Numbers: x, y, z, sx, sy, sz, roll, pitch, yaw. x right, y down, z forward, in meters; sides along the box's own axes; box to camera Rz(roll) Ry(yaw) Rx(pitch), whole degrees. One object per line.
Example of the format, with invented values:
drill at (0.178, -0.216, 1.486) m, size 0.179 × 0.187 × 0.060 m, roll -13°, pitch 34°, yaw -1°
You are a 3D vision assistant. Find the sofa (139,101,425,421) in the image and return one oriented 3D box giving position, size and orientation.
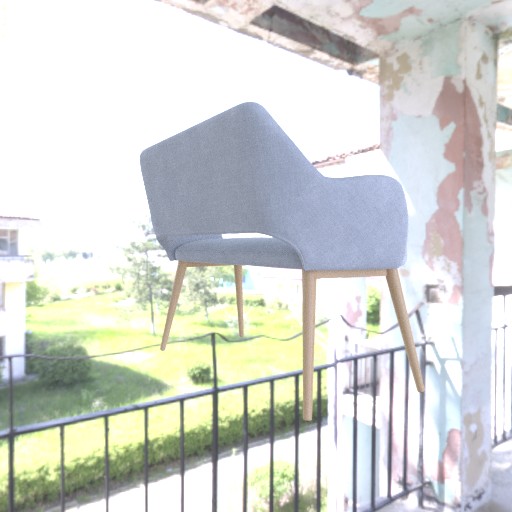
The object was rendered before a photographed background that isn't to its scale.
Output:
sofa at (0.000, 0.000, 1.633) m, size 0.610 × 0.840 × 1.150 m, roll -1°, pitch 2°, yaw -35°
